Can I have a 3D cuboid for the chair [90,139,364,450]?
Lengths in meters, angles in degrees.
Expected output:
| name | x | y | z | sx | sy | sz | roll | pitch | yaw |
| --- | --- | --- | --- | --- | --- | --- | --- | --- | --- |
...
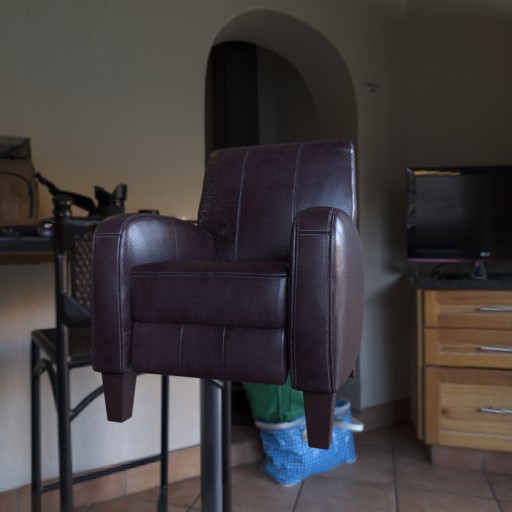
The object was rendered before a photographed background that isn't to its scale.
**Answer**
| name | x | y | z | sx | sy | sz | roll | pitch | yaw |
| --- | --- | --- | --- | --- | --- | --- | --- | --- | --- |
| chair | 0.000 | 0.000 | 1.631 | 0.762 | 0.990 | 0.990 | 0 | 0 | 18 |
